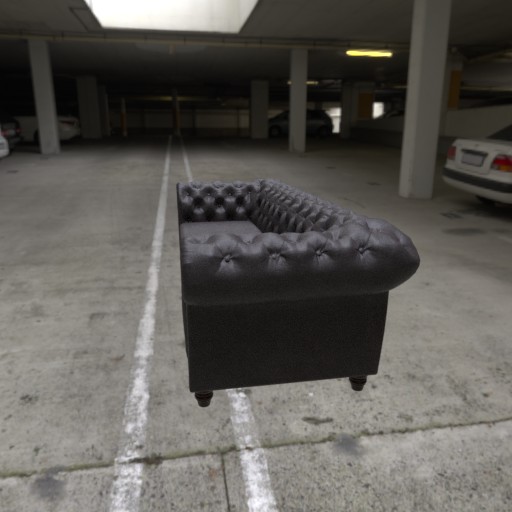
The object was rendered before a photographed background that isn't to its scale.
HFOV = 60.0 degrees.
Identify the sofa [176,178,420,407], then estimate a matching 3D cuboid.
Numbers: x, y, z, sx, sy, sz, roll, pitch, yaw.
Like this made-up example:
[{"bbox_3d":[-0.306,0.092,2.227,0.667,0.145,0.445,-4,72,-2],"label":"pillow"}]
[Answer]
[{"bbox_3d":[0.000,0.000,2.769,0.944,0.783,2.385,-3,15,-10],"label":"sofa"}]
